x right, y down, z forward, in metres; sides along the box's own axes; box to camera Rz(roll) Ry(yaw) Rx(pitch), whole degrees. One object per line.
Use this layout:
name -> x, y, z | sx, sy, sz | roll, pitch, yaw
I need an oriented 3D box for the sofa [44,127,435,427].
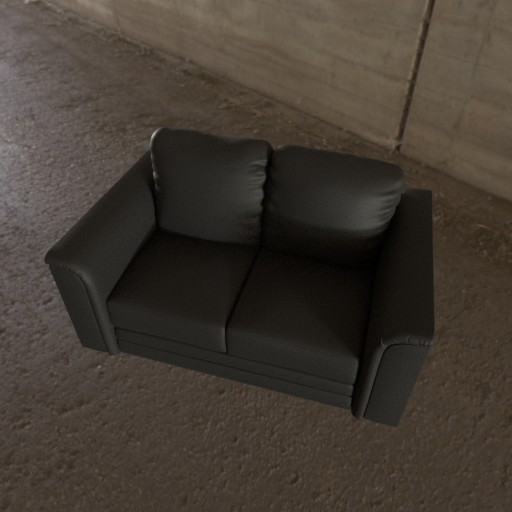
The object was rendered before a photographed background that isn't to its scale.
sofa -> 0.000, 0.000, 1.928 | 1.386, 0.845, 0.887 | 11, 42, 12
